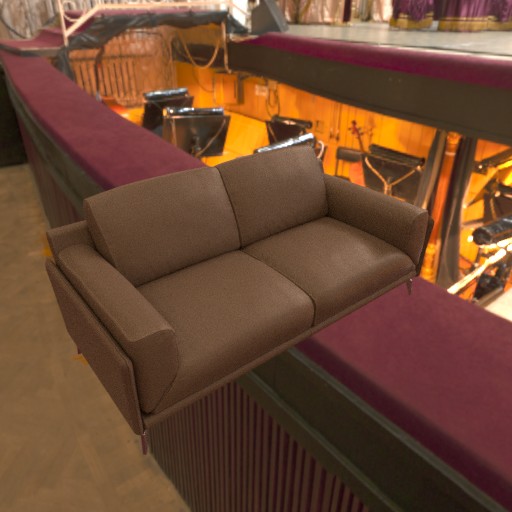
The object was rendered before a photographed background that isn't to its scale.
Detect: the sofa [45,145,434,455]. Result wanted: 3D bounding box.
[{"bbox_3d":[0.000,0.000,2.639,2.101,0.930,1.049,-22,36,-33],"label":"sofa"}]
